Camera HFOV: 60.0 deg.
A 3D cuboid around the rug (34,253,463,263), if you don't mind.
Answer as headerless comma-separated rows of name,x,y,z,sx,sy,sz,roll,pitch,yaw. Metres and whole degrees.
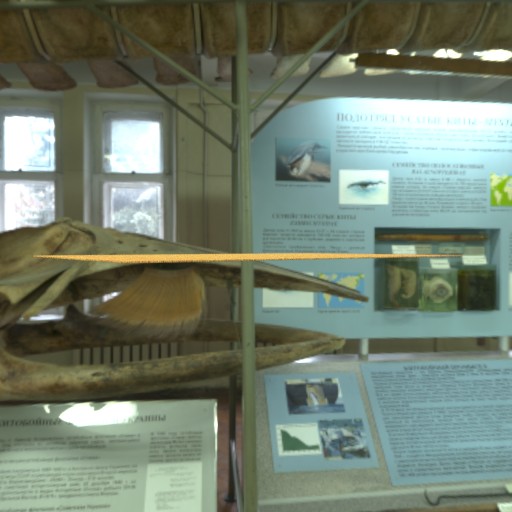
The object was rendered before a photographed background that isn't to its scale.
rug,0.000,0.000,2.148,1.747,0.006,1.143,-1,1,-37
